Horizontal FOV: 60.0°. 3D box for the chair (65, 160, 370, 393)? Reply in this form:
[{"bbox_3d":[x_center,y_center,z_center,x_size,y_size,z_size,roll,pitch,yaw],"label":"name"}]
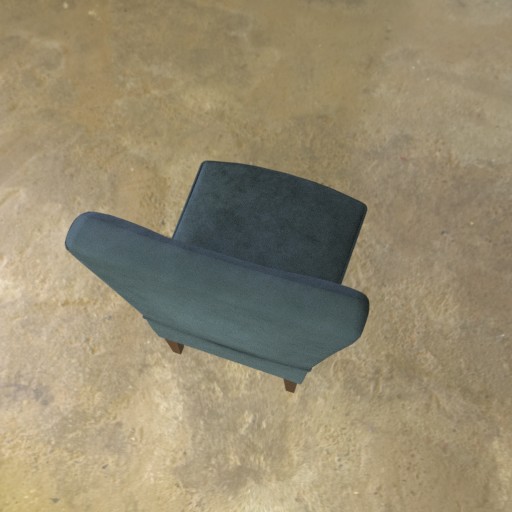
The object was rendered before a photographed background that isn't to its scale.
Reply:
[{"bbox_3d":[0.000,0.000,1.175,0.521,0.806,0.551,17,65,8],"label":"chair"}]
